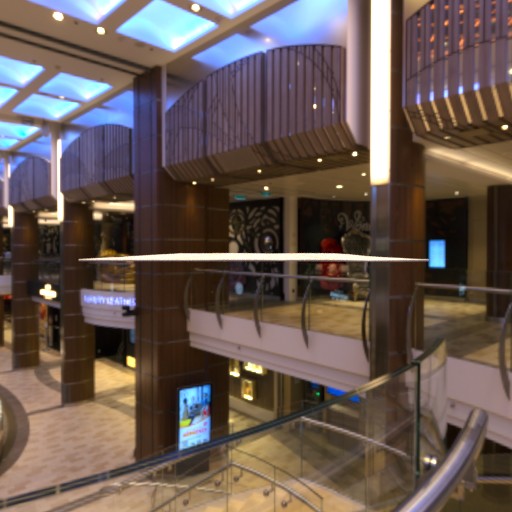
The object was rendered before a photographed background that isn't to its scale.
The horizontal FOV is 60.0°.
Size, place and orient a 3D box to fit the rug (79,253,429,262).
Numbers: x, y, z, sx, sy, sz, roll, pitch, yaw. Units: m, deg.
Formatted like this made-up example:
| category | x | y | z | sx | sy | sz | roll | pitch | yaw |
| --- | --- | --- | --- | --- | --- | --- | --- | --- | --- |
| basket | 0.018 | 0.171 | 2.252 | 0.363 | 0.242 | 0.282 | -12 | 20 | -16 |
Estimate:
| category | x | y | z | sx | sy | sz | roll | pitch | yaw |
| --- | --- | --- | --- | --- | --- | --- | --- | --- | --- |
| rug | 0.000 | 0.000 | 3.144 | 1.527 | 0.016 | 2.442 | 0 | 1 | 1 |
